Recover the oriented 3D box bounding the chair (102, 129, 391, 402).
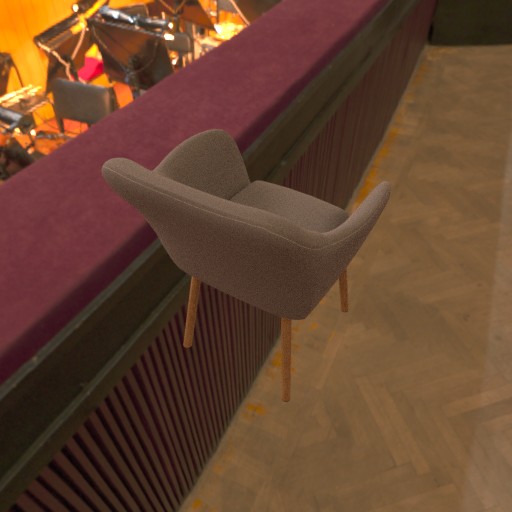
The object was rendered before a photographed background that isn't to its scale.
[{"bbox_3d":[0.000,0.000,1.249,0.570,0.830,0.590,23,50,21],"label":"chair"}]
